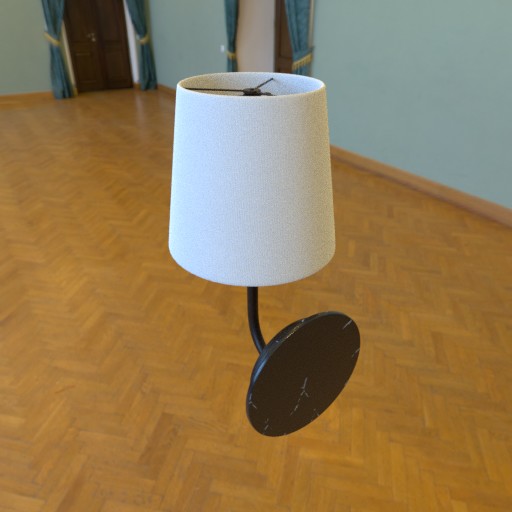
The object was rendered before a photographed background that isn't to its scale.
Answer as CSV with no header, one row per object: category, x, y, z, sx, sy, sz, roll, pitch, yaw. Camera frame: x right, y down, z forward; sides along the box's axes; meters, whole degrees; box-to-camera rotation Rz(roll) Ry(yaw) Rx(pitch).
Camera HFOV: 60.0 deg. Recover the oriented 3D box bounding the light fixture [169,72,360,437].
light fixture,0.000,0.000,0.460,0.168,0.337,0.188,-19,35,-29
